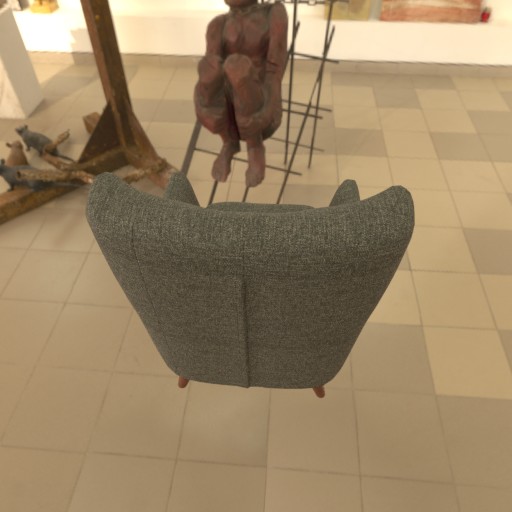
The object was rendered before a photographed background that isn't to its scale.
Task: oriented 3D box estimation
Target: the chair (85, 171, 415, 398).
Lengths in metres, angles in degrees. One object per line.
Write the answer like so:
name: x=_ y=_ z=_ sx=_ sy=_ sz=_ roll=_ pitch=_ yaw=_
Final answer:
chair: x=0.000 y=0.000 z=1.718 sx=0.878 sy=1.063 sz=0.904 roll=3 pitch=47 yaw=3
